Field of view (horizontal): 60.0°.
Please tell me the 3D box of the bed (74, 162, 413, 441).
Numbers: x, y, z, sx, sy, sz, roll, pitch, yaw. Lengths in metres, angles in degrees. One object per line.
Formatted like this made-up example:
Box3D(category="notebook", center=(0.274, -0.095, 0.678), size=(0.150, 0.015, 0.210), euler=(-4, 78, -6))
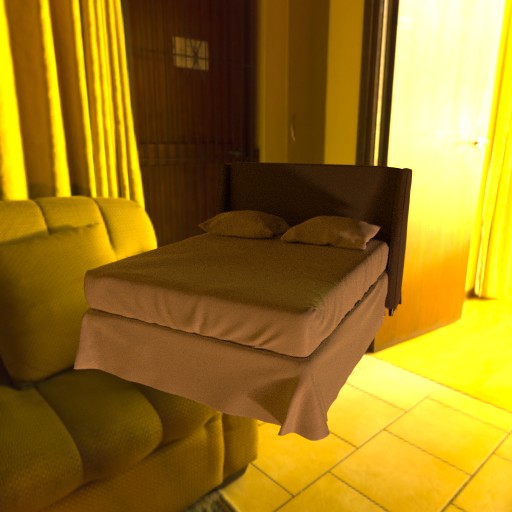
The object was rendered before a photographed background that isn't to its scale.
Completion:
Box3D(category="bed", center=(0.000, 0.000, 3.482), size=(1.925, 1.332, 2.276), euler=(8, 16, 27))
